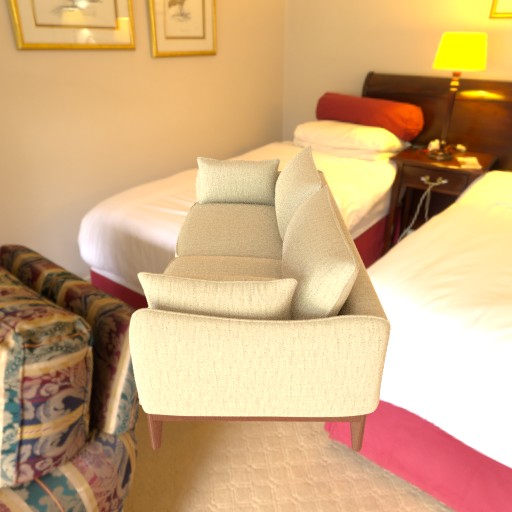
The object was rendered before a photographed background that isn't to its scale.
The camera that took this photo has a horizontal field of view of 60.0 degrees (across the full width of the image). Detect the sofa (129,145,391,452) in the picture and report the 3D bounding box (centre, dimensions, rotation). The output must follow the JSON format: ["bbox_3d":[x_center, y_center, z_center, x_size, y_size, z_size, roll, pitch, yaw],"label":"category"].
[{"bbox_3d":[0.000,0.000,2.505,0.991,0.860,1.989,0,27,1],"label":"sofa"}]
